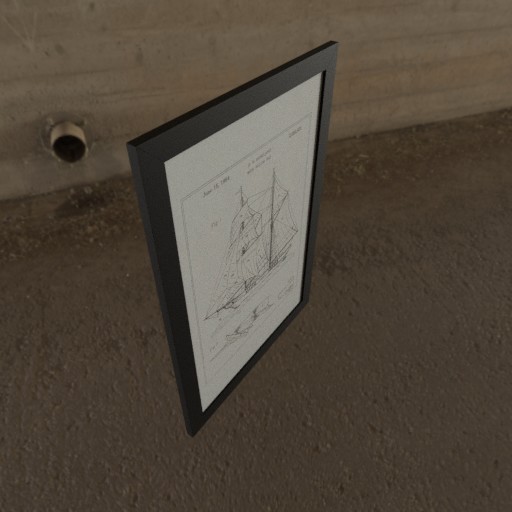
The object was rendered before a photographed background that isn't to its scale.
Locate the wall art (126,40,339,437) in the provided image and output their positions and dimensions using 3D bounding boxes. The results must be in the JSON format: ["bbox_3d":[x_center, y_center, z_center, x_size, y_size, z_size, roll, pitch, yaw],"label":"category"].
[{"bbox_3d":[0.000,0.000,0.588,0.011,0.459,0.326,25,47,26],"label":"wall art"}]
